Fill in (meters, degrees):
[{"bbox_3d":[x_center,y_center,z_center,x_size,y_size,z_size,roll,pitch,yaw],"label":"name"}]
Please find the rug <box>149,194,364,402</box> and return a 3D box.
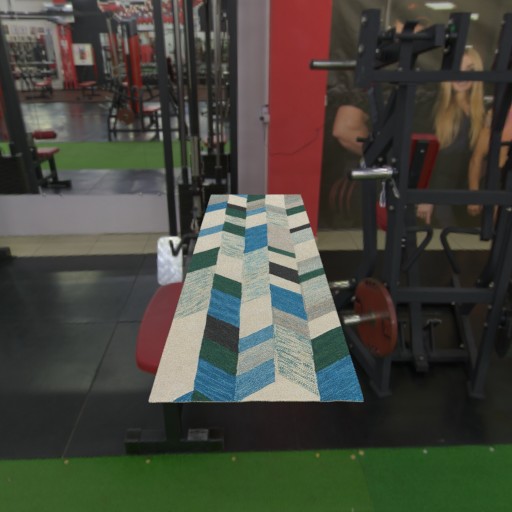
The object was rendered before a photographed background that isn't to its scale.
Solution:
[{"bbox_3d":[0.000,0.000,2.684,0.774,0.008,2.437,0,25,0],"label":"rug"}]
